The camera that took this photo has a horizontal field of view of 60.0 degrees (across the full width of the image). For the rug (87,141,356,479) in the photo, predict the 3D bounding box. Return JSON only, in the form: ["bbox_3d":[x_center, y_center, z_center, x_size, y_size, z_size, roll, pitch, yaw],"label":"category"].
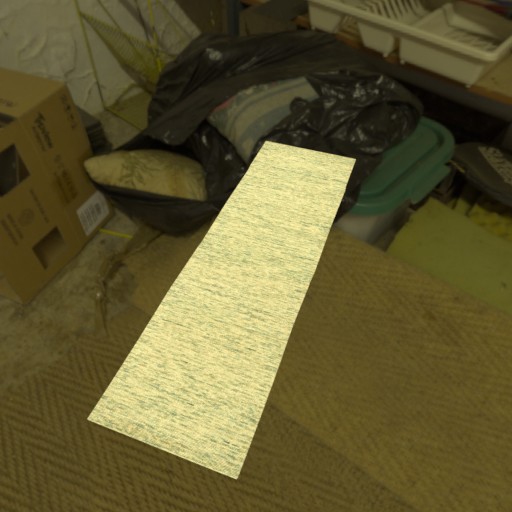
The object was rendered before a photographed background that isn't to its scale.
[{"bbox_3d":[0.000,0.000,2.541,0.700,0.014,2.290,15,49,14],"label":"rug"}]
